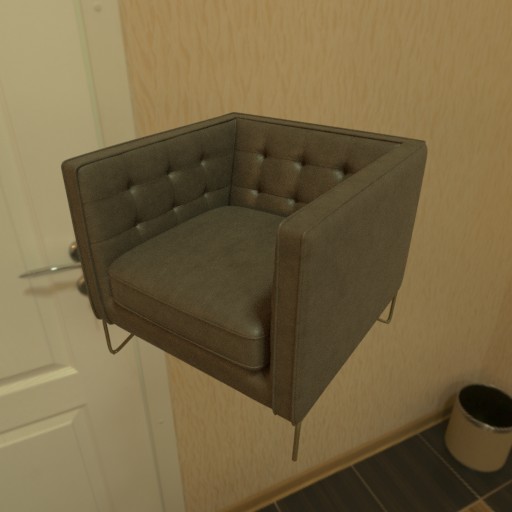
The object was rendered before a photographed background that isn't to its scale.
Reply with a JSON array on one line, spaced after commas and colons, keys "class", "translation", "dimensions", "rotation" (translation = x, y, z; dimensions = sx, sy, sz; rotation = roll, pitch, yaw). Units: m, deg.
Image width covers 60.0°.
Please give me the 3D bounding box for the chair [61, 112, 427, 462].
[{"class": "chair", "translation": [0.000, 0.000, 1.617], "dimensions": [0.880, 0.790, 0.894], "rotation": [19, 34, 30]}]
